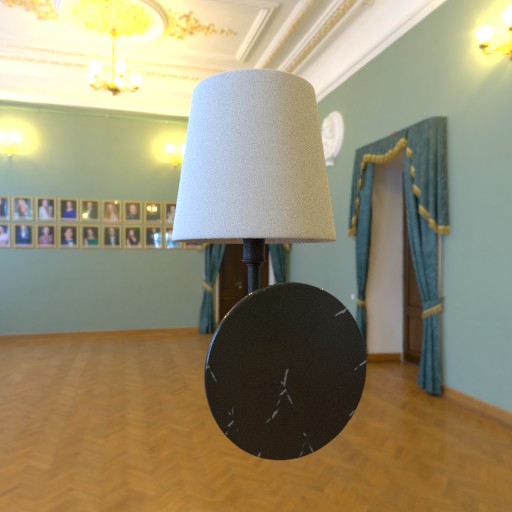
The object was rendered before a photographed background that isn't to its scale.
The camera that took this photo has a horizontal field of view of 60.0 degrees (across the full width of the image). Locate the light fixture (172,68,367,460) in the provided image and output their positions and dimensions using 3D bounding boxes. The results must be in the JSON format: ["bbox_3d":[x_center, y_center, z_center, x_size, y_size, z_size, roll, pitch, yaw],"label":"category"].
[{"bbox_3d":[0.000,0.000,0.455,0.168,0.337,0.188,0,0,-18],"label":"light fixture"}]
